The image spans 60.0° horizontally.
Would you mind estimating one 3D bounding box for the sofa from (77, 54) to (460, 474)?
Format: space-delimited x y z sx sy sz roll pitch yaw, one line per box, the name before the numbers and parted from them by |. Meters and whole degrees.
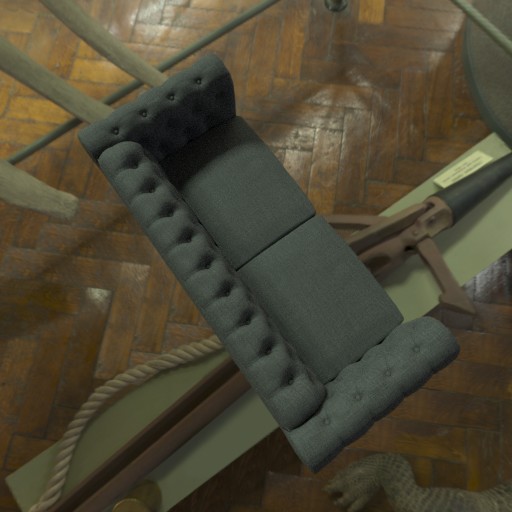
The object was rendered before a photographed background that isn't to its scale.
sofa | 0.000 0.000 2.230 0.783 0.797 1.798 -35 77 -9
